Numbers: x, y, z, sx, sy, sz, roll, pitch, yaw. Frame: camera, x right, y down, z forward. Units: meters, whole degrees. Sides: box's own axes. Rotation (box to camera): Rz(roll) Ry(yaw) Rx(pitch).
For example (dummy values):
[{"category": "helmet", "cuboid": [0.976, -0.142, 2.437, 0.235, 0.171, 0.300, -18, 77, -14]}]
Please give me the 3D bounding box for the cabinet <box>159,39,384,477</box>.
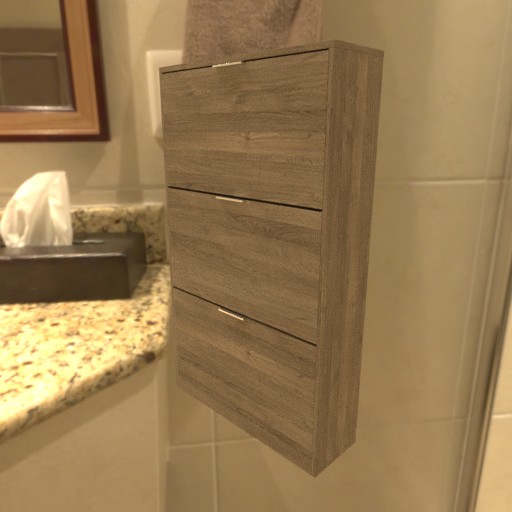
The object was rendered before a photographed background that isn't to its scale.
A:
[{"category": "cabinet", "cuboid": [0.000, 0.000, 1.569, 0.750, 1.280, 0.250, 15, 22, 42]}]
